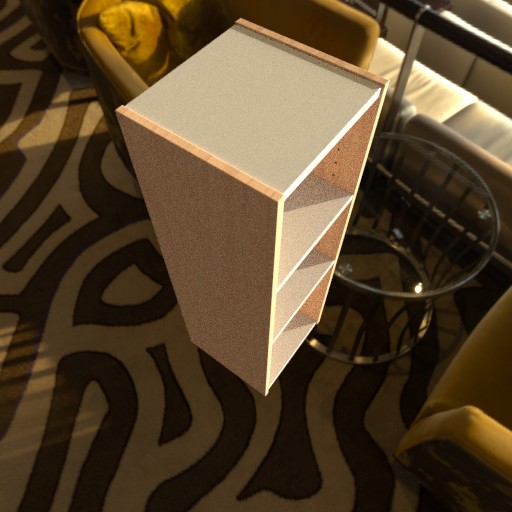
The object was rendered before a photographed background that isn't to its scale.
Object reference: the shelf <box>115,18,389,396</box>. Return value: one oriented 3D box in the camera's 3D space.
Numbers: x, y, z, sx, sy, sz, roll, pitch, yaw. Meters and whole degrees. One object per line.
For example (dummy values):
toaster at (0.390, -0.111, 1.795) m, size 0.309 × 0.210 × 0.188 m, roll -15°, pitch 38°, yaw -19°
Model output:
shelf at (0.000, 0.000, 1.043) m, size 0.290 × 0.900 × 0.300 m, roll 32°, pitch 63°, yaw 19°
